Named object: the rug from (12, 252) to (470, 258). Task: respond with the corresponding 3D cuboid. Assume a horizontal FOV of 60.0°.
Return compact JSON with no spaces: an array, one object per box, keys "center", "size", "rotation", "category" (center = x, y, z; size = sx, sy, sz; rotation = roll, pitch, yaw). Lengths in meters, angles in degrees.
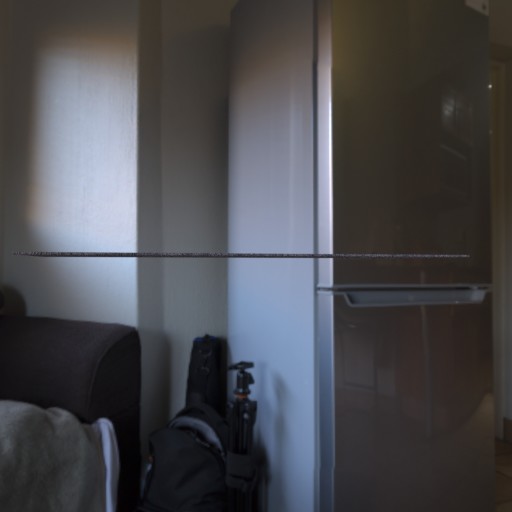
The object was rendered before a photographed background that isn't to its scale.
[{"center":[0.000,0.000,2.469],"size":[2.296,0.011,0.691],"rotation":[0,-1,-17],"category":"rug"}]
